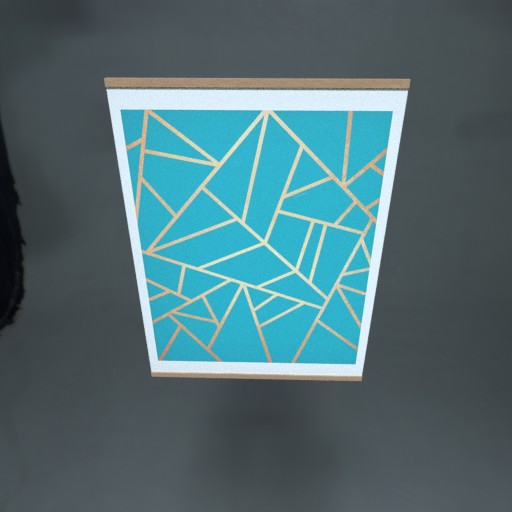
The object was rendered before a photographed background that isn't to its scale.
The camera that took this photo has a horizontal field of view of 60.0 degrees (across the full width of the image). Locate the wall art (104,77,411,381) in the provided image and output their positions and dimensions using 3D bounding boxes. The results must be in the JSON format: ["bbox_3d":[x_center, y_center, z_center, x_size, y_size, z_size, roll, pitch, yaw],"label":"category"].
[{"bbox_3d":[0.000,0.000,1.355,0.758,1.016,0.013,1,30,1],"label":"wall art"}]
